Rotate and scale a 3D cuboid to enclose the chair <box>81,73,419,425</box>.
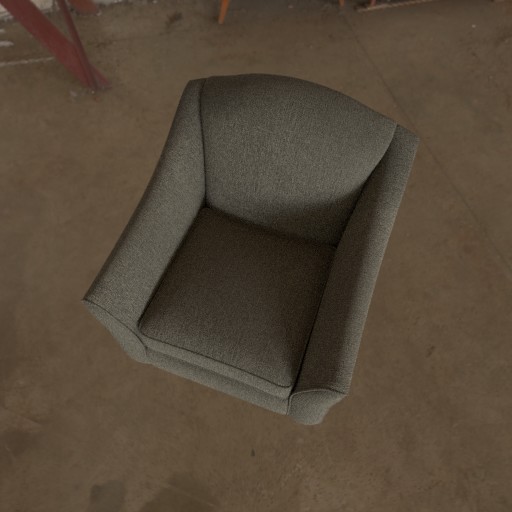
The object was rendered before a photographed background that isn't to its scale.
[{"bbox_3d":[0.000,0.000,1.443,0.763,0.839,0.787,17,60,10],"label":"chair"}]
